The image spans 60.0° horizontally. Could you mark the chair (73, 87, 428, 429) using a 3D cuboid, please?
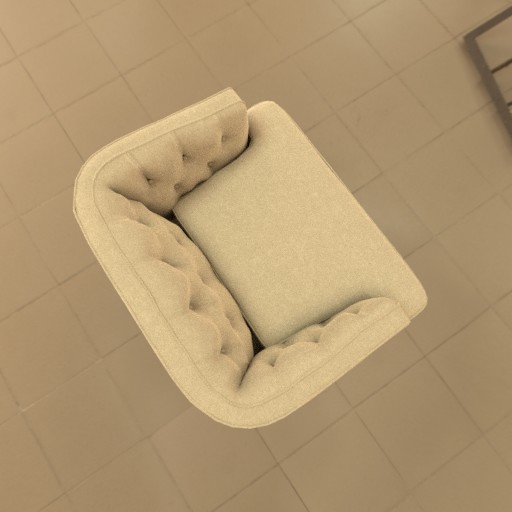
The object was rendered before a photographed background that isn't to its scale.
[{"bbox_3d":[0.000,0.000,1.783,0.941,0.852,1.104,-34,79,-8],"label":"chair"}]
